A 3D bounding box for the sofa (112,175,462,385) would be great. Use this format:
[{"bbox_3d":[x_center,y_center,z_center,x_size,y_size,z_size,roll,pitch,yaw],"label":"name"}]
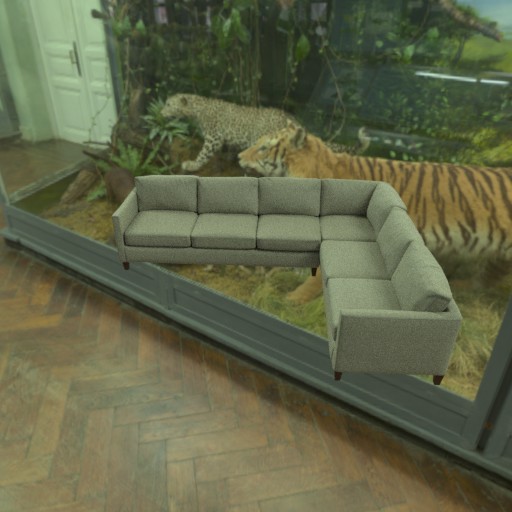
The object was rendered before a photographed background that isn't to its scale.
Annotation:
[{"bbox_3d":[0.000,0.000,4.616,3.302,0.947,2.593,2,30,3],"label":"sofa"}]
